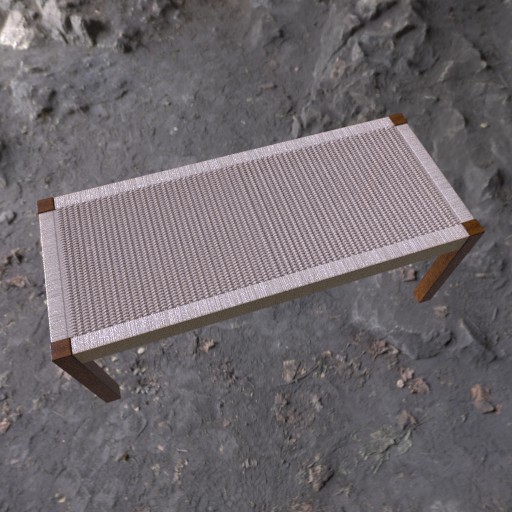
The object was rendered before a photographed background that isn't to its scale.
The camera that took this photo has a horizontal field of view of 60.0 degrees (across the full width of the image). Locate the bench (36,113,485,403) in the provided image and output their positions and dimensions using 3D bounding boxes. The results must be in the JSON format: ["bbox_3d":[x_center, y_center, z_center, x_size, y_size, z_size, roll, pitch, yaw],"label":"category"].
[{"bbox_3d":[0.000,0.000,1.476,1.198,0.457,0.507,-16,61,-9],"label":"bench"}]
